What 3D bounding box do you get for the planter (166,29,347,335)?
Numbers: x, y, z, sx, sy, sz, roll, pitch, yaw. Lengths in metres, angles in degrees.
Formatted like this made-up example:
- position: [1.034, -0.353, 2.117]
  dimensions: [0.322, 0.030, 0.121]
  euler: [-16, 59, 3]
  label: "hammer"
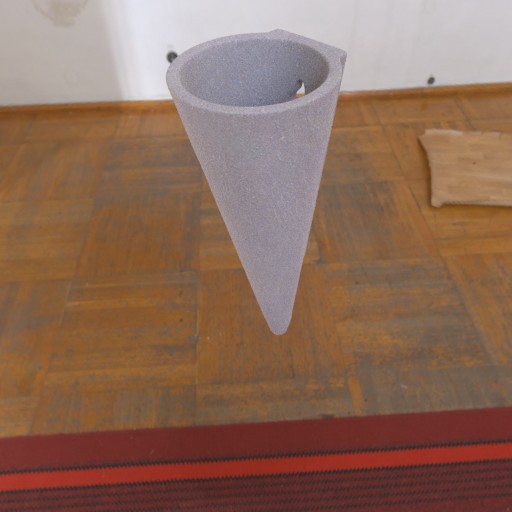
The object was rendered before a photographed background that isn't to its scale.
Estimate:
- position: [0.000, 0.000, 0.300]
  dimensions: [0.078, 0.259, 0.087]
  euler: [33, 55, 27]
  label: "planter"
